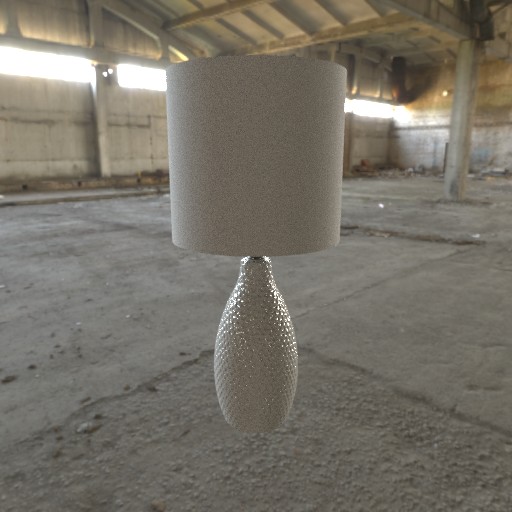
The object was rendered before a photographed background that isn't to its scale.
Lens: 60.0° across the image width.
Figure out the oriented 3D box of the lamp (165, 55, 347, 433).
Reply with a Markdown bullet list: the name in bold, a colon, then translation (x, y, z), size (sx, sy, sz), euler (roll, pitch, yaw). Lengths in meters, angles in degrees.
- **lamp**: translation (0.000, 0.000, 0.584), size (0.214, 0.466, 0.214), euler (12, 18, 43)
